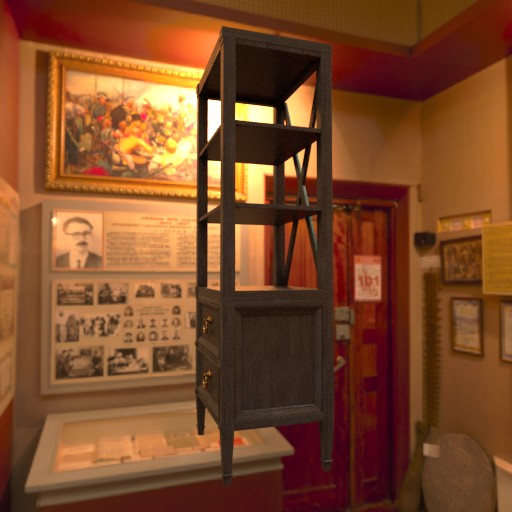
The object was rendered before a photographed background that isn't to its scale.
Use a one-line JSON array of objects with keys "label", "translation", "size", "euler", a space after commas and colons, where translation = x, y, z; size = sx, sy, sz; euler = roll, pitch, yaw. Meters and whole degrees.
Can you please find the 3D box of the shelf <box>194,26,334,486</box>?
[{"label": "shelf", "translation": [0.000, 0.000, 2.001], "size": [0.472, 1.727, 0.584], "euler": [1, -2, -17]}]
